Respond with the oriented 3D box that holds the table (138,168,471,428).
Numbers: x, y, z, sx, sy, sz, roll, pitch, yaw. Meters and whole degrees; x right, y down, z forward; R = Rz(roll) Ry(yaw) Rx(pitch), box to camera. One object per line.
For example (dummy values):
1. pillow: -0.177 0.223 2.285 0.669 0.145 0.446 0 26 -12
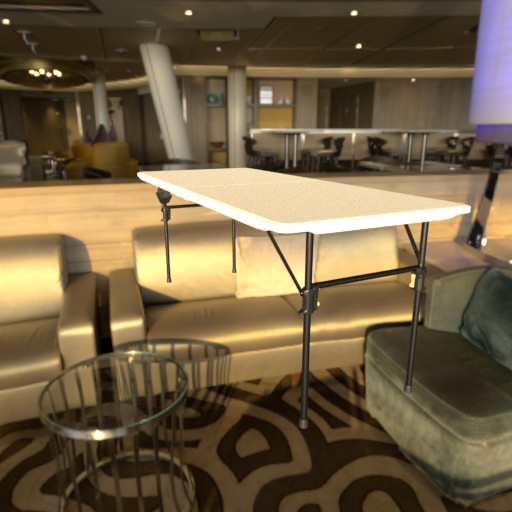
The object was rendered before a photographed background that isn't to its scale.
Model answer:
1. table: 0.000 0.000 2.216 0.761 0.719 1.829 -8 17 -25
